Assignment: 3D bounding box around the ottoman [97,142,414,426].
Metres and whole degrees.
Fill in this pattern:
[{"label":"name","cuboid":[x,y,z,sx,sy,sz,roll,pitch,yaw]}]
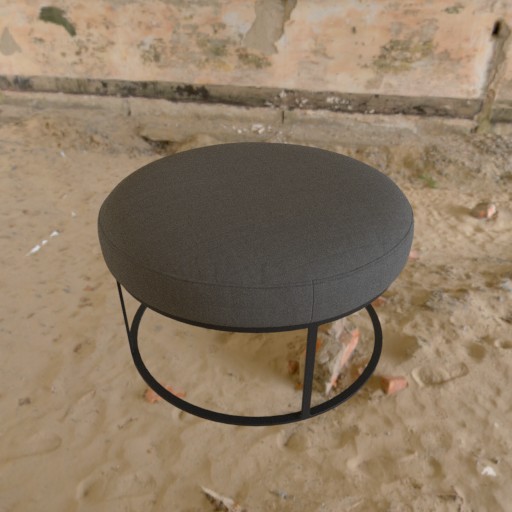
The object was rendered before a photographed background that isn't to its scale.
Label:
[{"label":"ottoman","cuboid":[0.000,0.000,1.197,0.772,0.460,0.772,0,32,0]}]
